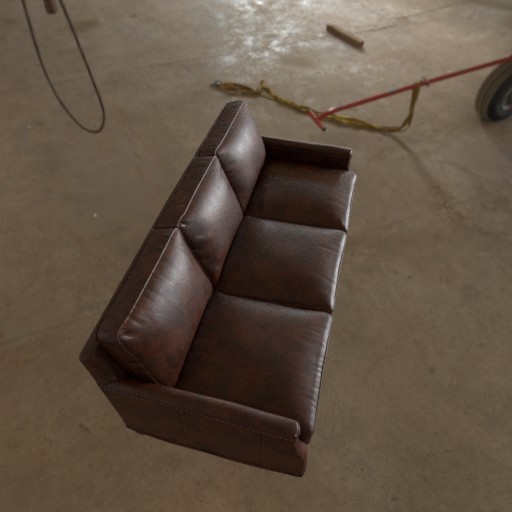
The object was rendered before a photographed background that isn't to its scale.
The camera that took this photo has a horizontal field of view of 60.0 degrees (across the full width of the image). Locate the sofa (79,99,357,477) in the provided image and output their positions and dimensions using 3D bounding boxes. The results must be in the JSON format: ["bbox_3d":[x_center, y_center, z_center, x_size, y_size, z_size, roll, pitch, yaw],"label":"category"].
[{"bbox_3d":[0.000,0.000,2.805,1.084,1.003,2.240,11,49,10],"label":"sofa"}]
